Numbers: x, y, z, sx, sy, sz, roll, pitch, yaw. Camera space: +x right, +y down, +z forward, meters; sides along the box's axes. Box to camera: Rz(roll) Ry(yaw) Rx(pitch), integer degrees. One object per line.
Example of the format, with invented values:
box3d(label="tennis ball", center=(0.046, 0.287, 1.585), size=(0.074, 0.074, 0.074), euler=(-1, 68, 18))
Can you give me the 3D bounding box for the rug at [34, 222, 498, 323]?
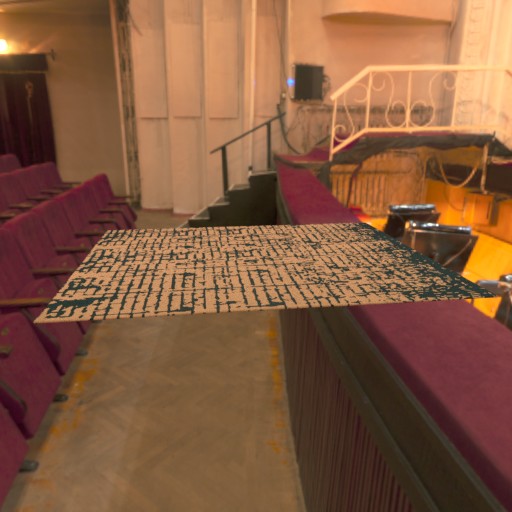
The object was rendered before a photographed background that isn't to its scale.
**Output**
box3d(label="rug", center=(0.000, 0.000, 3.984), size=(3.017, 0.014, 2.416), euler=(-2, 17, -8))
